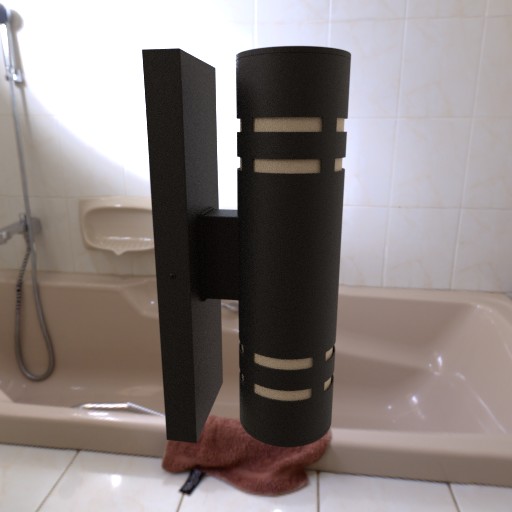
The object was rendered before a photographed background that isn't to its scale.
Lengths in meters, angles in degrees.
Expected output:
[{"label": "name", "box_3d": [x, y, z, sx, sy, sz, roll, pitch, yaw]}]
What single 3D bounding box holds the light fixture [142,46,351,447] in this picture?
[{"label": "light fixture", "box_3d": [0.000, 0.000, 0.399, 0.149, 0.330, 0.105, 3, 16, 9]}]
